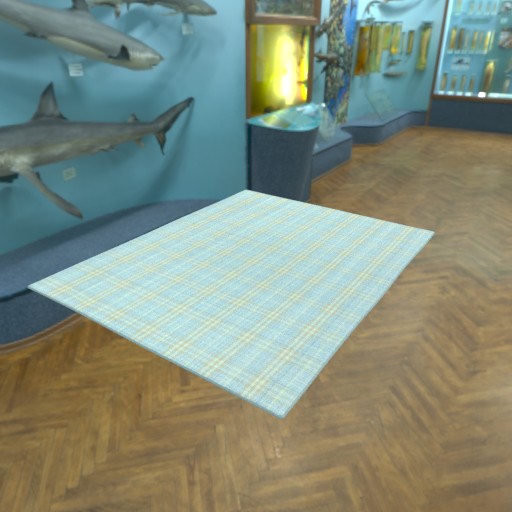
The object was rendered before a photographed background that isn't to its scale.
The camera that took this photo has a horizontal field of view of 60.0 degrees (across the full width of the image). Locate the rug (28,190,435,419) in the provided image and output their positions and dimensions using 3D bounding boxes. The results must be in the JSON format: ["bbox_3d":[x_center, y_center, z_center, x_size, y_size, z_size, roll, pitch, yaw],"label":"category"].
[{"bbox_3d":[0.000,0.000,4.134,2.462,0.030,3.066,17,31,31],"label":"rug"}]
